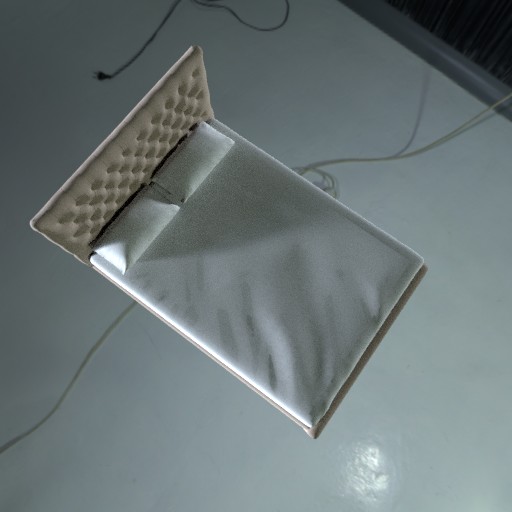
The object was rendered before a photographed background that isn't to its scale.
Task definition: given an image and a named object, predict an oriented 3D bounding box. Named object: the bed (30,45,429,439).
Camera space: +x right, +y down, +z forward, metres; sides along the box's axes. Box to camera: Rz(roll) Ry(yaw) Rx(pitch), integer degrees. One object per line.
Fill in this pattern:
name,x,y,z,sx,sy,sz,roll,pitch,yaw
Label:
bed,0.000,0.000,3.459,2.387,1.427,1.698,36,78,9
